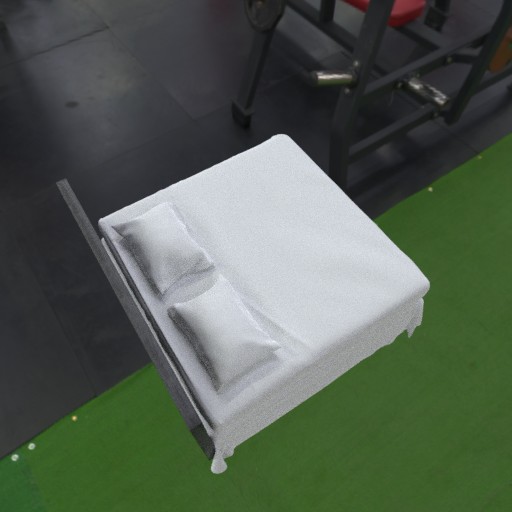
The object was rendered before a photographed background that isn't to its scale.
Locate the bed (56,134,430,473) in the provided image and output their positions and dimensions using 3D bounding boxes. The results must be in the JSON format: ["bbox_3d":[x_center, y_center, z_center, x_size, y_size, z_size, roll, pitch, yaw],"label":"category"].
[{"bbox_3d":[0.000,0.000,3.534,2.165,1.158,2.255,-29,62,-17],"label":"bed"}]
